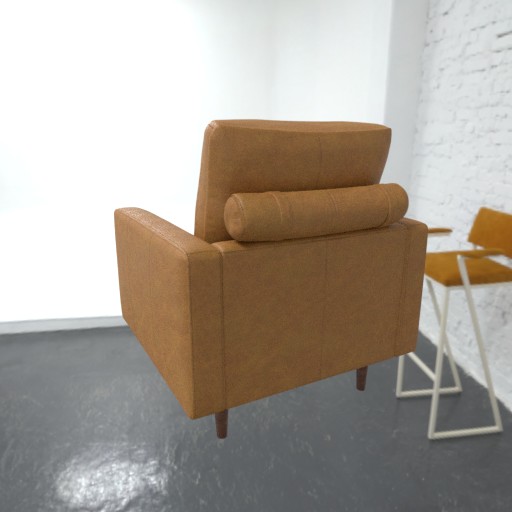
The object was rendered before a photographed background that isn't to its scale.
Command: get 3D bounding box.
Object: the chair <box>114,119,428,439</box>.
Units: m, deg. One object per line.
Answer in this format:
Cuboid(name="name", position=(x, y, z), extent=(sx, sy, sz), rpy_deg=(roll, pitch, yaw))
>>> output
Cuboid(name="chair", position=(0.000, 0.000, 1.558), extent=(0.831, 0.896, 0.868), rpy_deg=(-8, 17, -28))
